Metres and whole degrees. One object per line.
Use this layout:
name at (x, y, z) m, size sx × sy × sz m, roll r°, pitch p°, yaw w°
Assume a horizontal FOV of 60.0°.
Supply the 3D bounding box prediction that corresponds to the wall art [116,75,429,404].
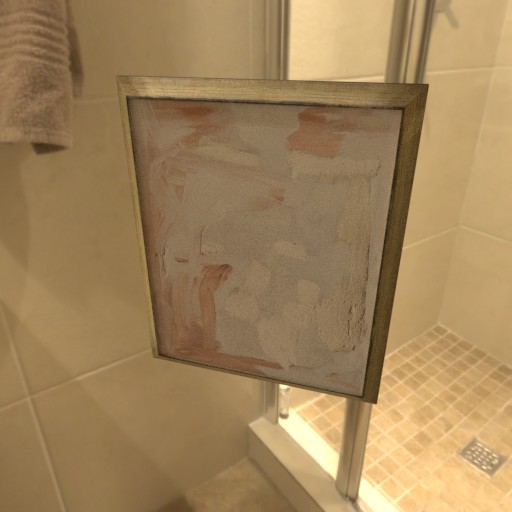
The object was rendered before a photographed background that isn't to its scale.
wall art at (0.000, 0.000, 0.617) m, size 0.381 × 0.457 × 0.023 m, roll 8°, pitch 28°, yaw 15°
